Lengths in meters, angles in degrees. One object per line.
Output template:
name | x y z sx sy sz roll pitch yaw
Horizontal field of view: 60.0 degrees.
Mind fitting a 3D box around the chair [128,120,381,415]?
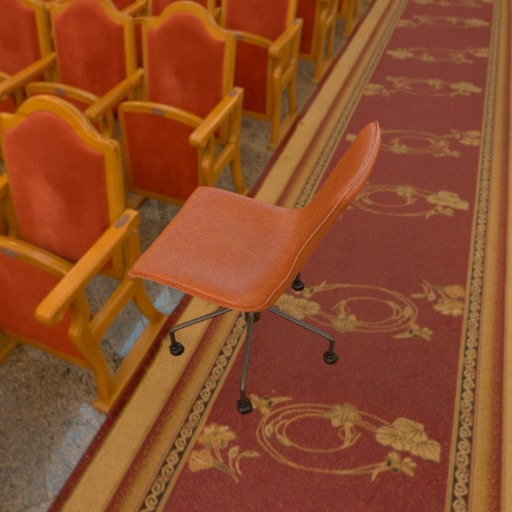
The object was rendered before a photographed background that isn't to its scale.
chair | 0.000 0.000 1.429 0.660 0.920 0.651 16 48 15
